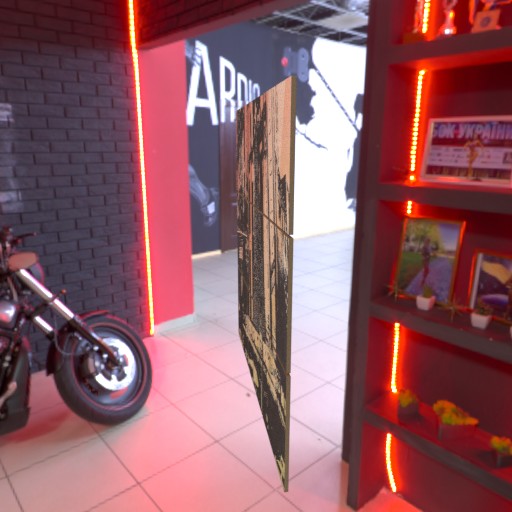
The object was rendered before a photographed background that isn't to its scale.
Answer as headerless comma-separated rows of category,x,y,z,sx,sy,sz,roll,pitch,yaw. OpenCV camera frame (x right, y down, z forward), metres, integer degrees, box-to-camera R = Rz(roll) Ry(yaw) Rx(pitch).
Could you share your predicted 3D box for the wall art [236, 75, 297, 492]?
wall art,0.000,0.000,2.274,0.017,1.521,1.527,-2,14,-9
